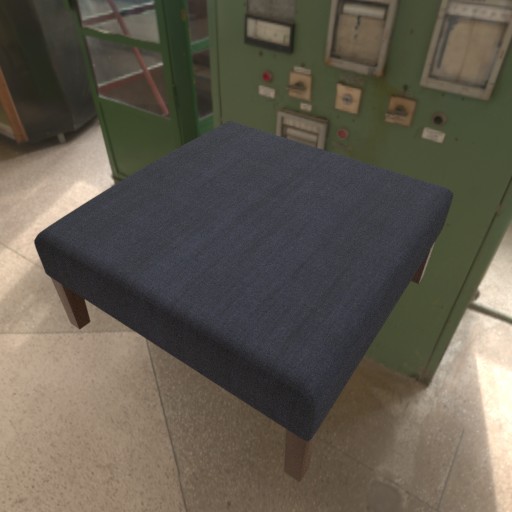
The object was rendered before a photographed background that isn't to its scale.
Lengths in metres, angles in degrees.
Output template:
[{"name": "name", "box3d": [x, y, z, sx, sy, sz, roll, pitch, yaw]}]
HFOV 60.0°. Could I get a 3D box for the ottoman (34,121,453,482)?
[{"name": "ottoman", "box3d": [0.000, 0.000, 1.393, 0.889, 0.411, 0.890, 25, 47, 25]}]
